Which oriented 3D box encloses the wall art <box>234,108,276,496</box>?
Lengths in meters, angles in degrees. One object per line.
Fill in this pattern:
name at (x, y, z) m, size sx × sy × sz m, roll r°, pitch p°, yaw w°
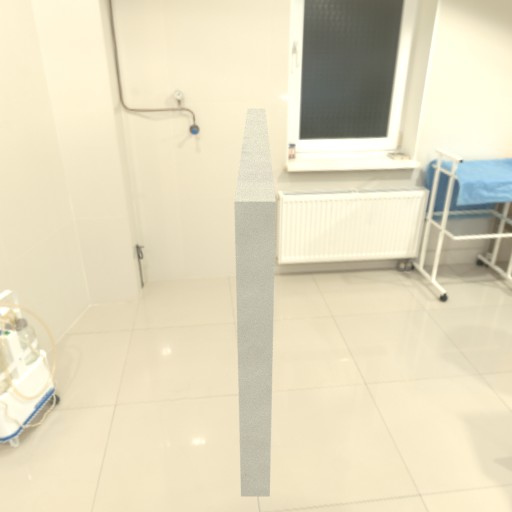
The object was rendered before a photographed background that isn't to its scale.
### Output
wall art at (0.000, 0.000, 0.767) m, size 0.038 × 0.407 × 0.609 m, roll 0°, pitch 26°, yaw 0°
